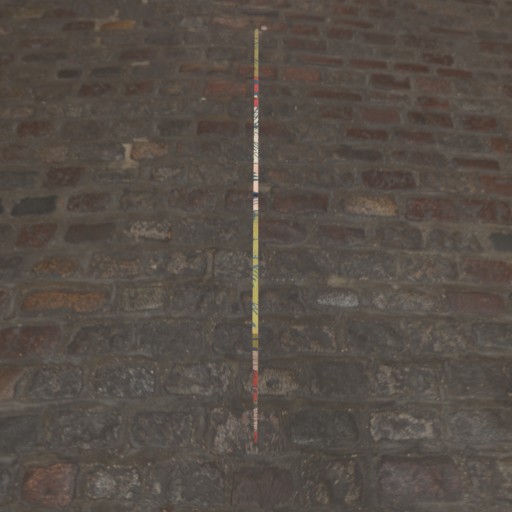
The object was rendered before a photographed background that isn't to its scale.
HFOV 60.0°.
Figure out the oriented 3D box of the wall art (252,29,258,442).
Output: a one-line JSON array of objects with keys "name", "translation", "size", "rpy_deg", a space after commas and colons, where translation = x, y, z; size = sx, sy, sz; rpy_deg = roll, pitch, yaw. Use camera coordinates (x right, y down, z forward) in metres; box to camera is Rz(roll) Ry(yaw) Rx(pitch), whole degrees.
[{"name": "wall art", "translation": [0.000, 0.000, 1.815], "size": [0.013, 1.218, 1.206], "rpy_deg": [0, 57, 0]}]
